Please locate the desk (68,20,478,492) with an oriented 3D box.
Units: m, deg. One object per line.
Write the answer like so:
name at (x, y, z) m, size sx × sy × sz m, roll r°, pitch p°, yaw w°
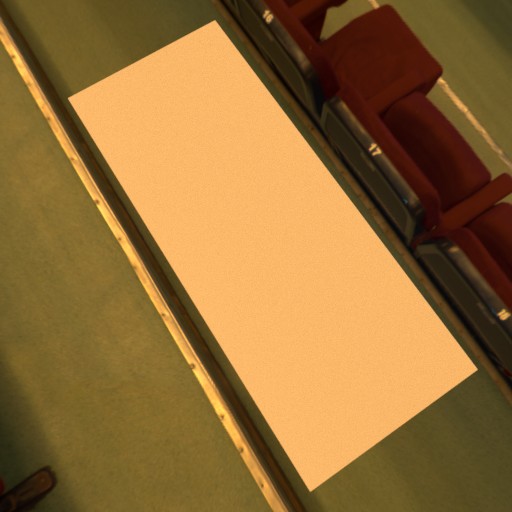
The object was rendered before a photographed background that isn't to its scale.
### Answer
desk at (0.000, 0.000, 1.694) m, size 0.559 × 0.774 × 1.372 m, roll -32°, pitch 77°, yaw -8°
